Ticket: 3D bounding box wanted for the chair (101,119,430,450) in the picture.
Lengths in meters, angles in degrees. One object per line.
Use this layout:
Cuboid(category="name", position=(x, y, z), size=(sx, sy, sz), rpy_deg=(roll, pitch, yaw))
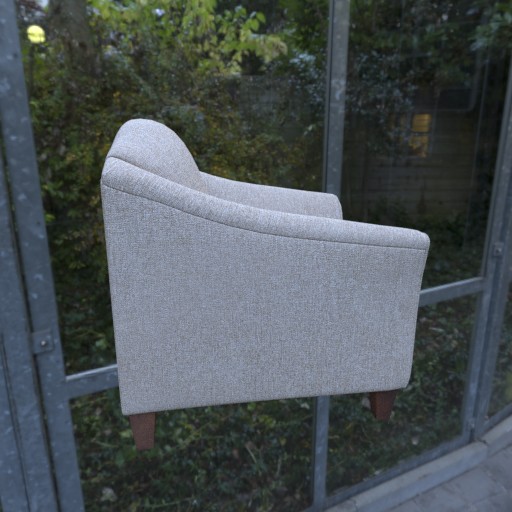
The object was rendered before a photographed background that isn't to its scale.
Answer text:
Cuboid(category="chair", position=(0.000, 0.000, 1.423), size=(0.787, 0.839, 0.763), rpy_deg=(-2, 16, -8))
